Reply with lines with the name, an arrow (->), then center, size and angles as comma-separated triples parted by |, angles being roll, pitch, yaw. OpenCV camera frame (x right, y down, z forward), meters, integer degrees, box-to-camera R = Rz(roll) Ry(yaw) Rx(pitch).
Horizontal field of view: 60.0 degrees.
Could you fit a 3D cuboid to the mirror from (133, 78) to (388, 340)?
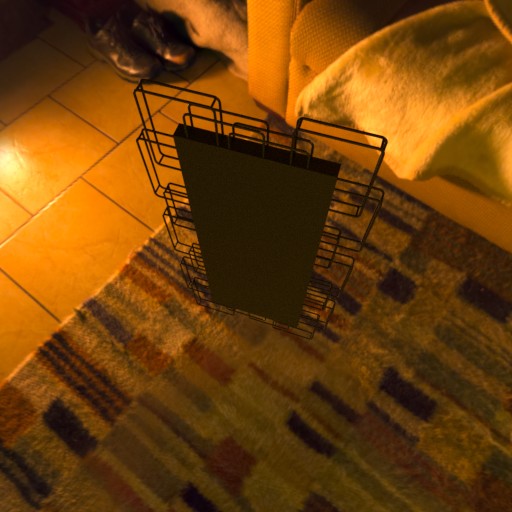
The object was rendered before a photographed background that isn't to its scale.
mirror -> 0.000, 0.000, 1.361 | 0.565, 1.192, 0.037 | 16, 64, 8
